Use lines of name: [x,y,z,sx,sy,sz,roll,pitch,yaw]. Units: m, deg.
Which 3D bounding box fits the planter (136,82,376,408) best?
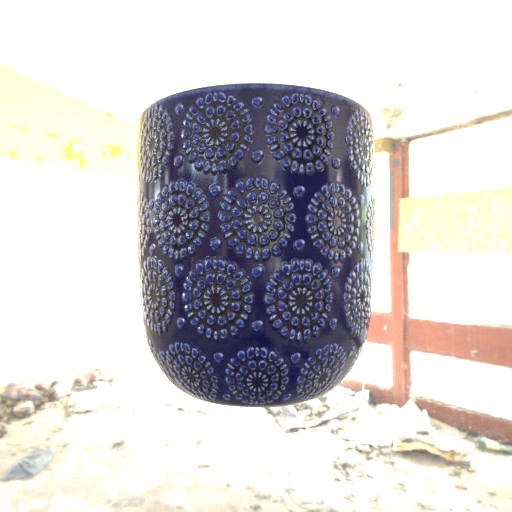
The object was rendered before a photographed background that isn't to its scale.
planter: [0.000,0.000,0.353,0.184,0.206,0.184,0,-1,0]
